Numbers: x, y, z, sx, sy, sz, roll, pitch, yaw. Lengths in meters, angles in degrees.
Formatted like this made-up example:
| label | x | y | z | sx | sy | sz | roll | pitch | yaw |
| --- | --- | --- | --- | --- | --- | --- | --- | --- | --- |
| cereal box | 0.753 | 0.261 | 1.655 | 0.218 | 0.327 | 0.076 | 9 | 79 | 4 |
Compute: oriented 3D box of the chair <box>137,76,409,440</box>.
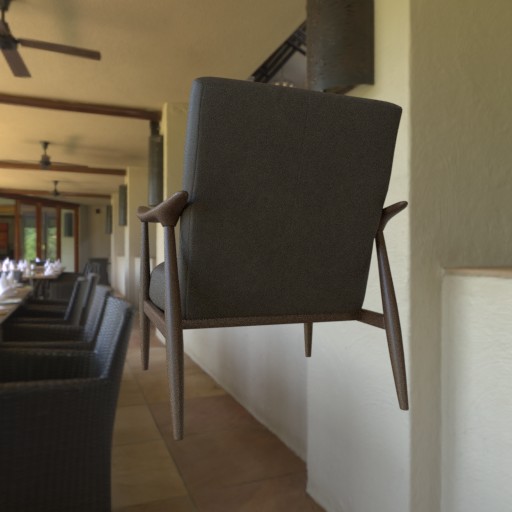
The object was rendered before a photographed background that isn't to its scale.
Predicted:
| label | x | y | z | sx | sy | sz | roll | pitch | yaw |
| --- | --- | --- | --- | --- | --- | --- | --- | --- | --- |
| chair | 0.000 | 0.000 | 1.443 | 0.741 | 0.831 | 0.798 | 0 | 0 | -19 |
